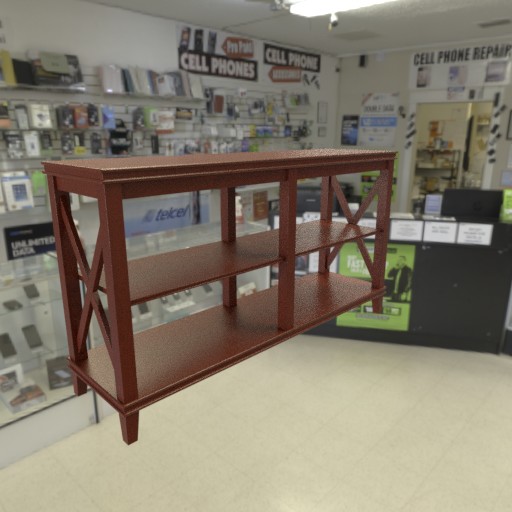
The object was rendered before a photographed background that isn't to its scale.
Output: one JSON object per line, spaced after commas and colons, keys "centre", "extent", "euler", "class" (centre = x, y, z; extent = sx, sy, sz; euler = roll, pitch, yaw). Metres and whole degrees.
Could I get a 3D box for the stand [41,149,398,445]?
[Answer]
{"centre": [0.000, 0.000, 1.715], "extent": [1.372, 0.762, 0.381], "euler": [-15, 22, -42], "class": "stand"}
